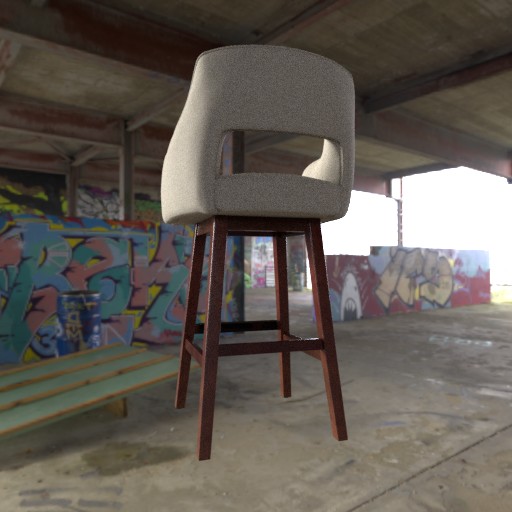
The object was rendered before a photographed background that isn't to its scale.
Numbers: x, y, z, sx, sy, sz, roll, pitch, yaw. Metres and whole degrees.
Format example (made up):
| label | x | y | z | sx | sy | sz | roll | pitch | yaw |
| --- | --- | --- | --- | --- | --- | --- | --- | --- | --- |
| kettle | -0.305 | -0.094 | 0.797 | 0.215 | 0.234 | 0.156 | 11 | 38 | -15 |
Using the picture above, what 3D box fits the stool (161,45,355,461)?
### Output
| label | x | y | z | sx | sy | sz | roll | pitch | yaw |
| --- | --- | --- | --- | --- | --- | --- | --- | --- | --- |
| stool | 0.000 | 0.000 | 1.360 | 0.550 | 1.041 | 0.560 | 0 | -1 | -18 |
